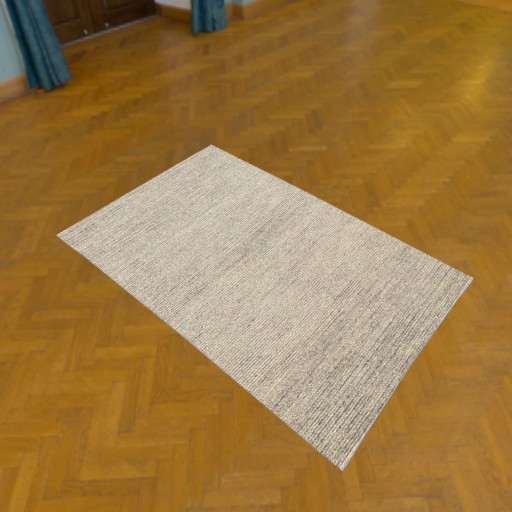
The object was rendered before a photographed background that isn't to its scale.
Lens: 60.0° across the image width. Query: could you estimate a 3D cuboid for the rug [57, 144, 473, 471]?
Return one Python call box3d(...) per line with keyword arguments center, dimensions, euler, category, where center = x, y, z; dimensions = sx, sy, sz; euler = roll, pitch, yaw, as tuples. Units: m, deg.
box3d(center=(0.000, 0.000, 2.246), dimensions=(1.804, 0.022, 1.162), euler=(32, 54, 27), category="rug")
